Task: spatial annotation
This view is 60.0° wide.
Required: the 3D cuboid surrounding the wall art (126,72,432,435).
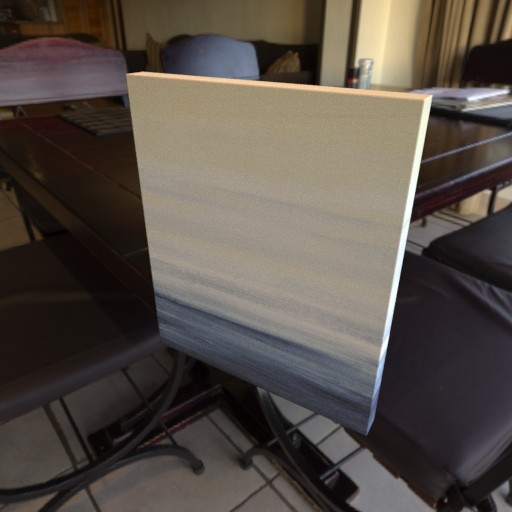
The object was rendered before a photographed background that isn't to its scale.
[{"bbox_3d":[0.000,0.000,0.697,0.435,0.511,0.037,16,33,27],"label":"wall art"}]
